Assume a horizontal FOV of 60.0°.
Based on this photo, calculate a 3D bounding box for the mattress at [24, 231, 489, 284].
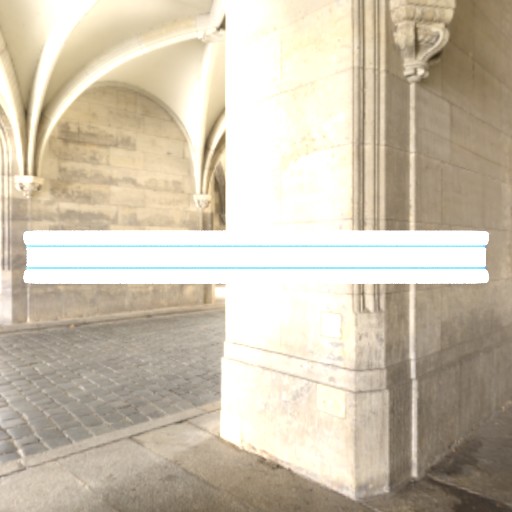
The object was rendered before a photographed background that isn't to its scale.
[{"bbox_3d":[0.000,0.000,2.698,2.000,0.230,1.600,0,0,0],"label":"mattress"}]
